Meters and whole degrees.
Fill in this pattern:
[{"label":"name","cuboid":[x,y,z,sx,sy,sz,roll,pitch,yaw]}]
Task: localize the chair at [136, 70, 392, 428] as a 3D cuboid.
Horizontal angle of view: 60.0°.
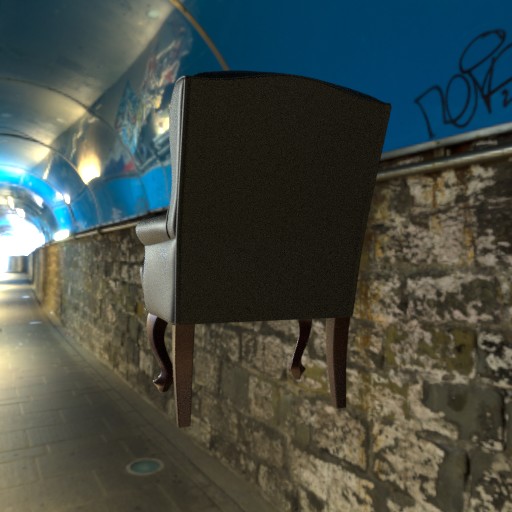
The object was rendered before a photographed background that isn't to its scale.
[{"label":"chair","cuboid":[0.000,0.000,1.649,0.838,1.111,0.762,0,-1,-19]}]
